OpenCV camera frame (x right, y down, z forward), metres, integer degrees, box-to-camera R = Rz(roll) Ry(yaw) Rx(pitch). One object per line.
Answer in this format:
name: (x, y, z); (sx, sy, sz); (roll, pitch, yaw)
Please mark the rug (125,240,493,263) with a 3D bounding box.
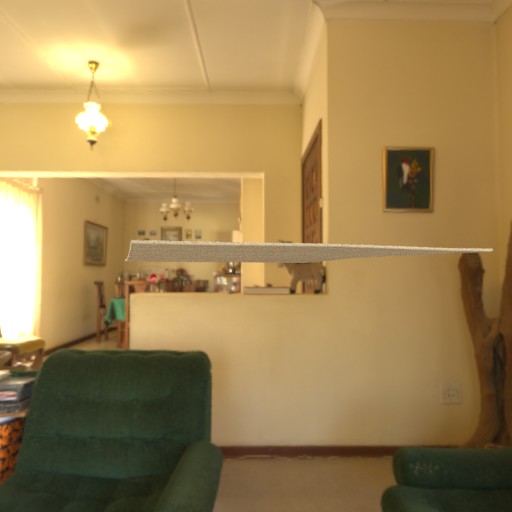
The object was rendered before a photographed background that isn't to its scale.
rug: (0.000, 0.000, 2.891); (1.624, 0.030, 2.264); (1, -3, -17)
